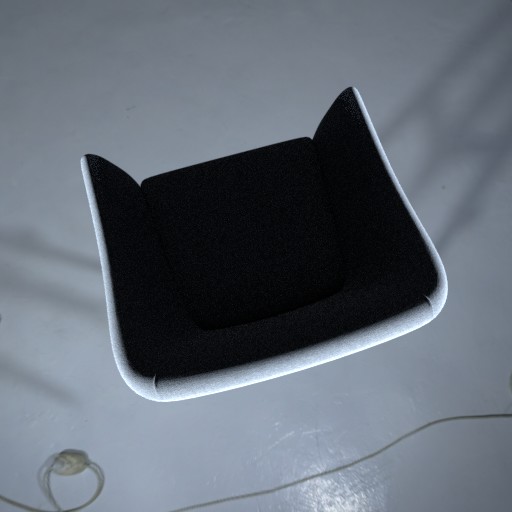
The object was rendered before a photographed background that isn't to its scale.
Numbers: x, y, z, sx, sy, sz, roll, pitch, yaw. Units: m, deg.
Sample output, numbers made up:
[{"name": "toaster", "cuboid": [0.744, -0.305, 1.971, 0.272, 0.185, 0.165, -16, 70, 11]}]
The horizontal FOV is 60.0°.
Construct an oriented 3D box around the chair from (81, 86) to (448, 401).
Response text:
[{"name": "chair", "cuboid": [0.000, 0.000, 1.330, 0.790, 0.720, 0.700, -16, 75, -4]}]
